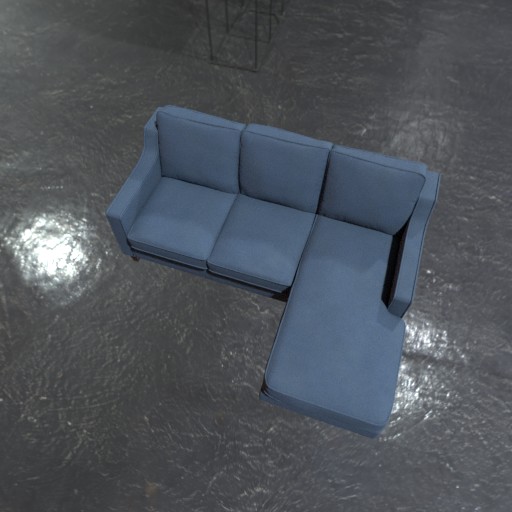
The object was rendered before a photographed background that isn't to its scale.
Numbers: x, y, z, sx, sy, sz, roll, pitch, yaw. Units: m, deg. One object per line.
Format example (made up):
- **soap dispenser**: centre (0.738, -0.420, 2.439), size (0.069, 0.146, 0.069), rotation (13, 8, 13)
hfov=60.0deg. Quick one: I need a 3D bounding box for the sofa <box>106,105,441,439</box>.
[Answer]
- **sofa**: centre (0.000, 0.000, 3.289), size (2.317, 1.066, 1.858), rotation (16, 59, 10)
